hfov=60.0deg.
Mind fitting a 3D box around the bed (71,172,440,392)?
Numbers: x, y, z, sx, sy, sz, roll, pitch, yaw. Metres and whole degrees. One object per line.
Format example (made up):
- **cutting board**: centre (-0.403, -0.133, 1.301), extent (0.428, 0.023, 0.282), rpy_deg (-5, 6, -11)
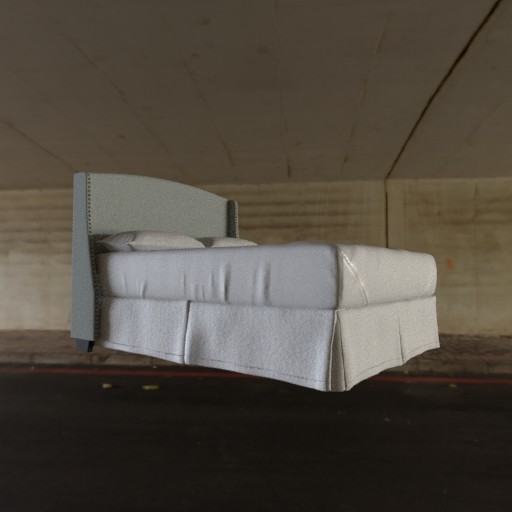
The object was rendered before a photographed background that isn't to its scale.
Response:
- **bed**: centre (0.000, 0.000, 3.342), extent (2.237, 1.407, 1.710), rpy_deg (-1, -2, 38)
